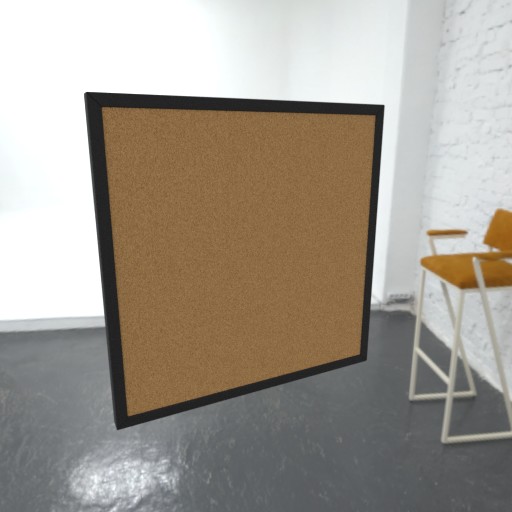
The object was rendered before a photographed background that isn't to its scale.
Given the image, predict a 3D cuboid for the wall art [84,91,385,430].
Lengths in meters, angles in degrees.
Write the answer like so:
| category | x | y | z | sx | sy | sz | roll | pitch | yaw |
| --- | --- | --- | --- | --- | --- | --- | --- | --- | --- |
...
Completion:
| category | x | y | z | sx | sy | sz | roll | pitch | yaw |
| --- | --- | --- | --- | --- | --- | --- | --- | --- | --- |
| wall art | 0.000 | 0.000 | 1.143 | 0.763 | 0.763 | 0.037 | -7 | 16 | -26 |
